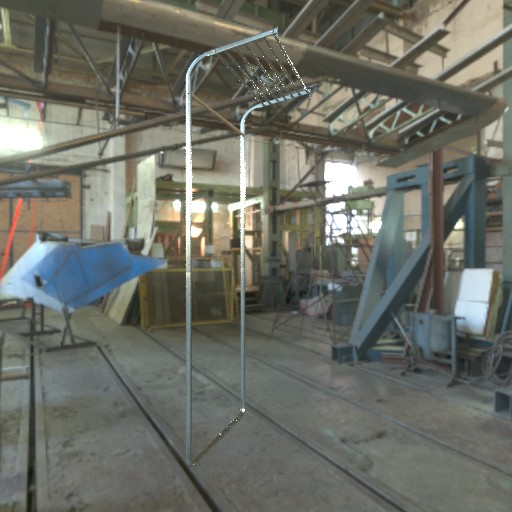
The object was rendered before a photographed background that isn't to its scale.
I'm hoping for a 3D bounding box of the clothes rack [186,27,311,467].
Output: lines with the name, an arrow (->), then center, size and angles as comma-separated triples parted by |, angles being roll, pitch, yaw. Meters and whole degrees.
clothes rack -> 0.000, 0.000, 1.862 | 0.349, 1.574, 0.609 | 0, 0, 18
